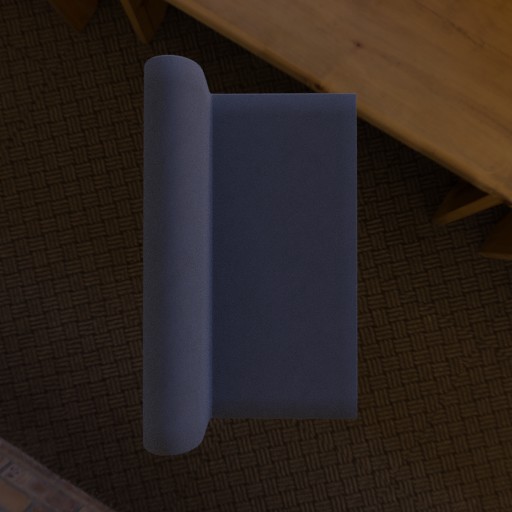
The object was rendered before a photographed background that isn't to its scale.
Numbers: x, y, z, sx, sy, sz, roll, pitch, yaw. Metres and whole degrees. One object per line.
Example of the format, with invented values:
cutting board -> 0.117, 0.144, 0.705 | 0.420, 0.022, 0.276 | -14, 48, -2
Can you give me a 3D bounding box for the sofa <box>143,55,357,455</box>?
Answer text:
sofa -> 0.000, 0.000, 1.653 | 0.762, 0.660, 1.219 | 0, 89, 1
